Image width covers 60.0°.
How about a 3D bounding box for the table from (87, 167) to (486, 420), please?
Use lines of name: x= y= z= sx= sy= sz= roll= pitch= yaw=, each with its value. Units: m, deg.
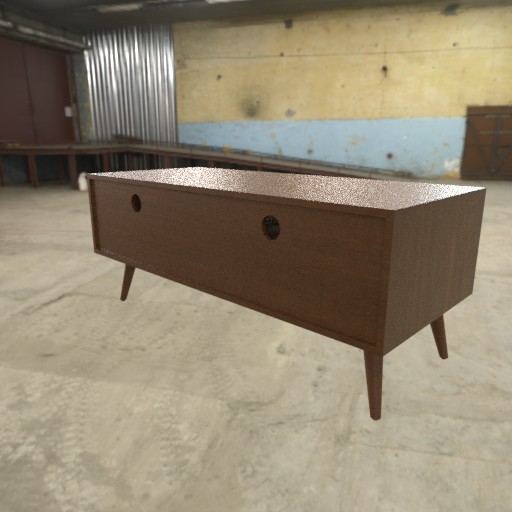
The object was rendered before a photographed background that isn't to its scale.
table: x=0.000 y=0.000 z=1.359 sx=1.119 sy=0.464 sz=0.490 roll=14 pitch=20 yaw=42
